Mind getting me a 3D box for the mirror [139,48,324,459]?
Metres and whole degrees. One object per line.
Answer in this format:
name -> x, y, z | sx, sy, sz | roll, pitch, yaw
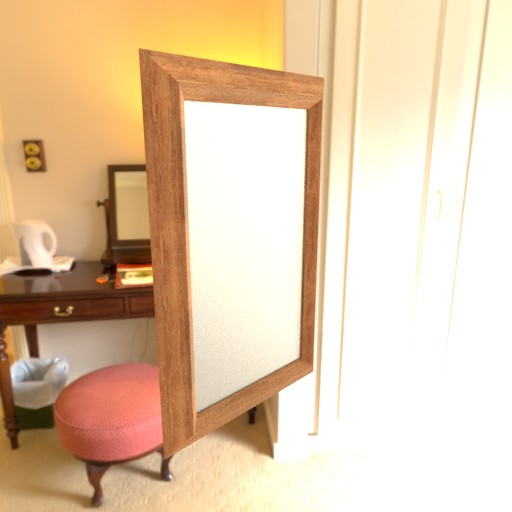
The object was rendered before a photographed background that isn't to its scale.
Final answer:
mirror -> 0.000, 0.000, 1.261 | 0.047, 1.010, 0.651 | 14, 20, 43
